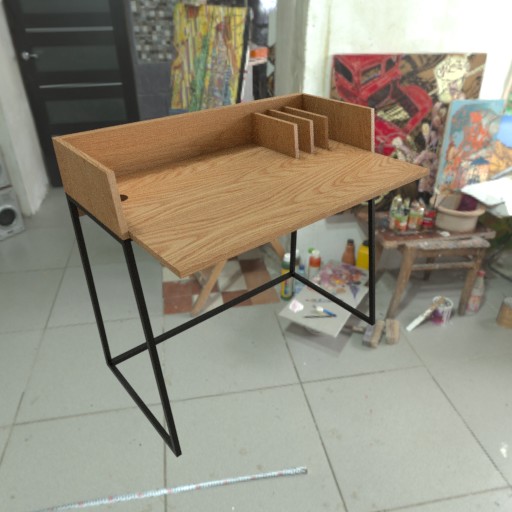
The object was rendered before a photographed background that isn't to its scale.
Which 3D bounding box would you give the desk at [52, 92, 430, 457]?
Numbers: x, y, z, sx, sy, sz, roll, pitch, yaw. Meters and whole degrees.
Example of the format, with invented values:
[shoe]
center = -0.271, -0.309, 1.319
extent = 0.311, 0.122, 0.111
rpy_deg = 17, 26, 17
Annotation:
[desk]
center = 0.000, 0.000, 1.867
extent = 1.191, 1.061, 0.769
rpy_deg = -23, 38, -33
